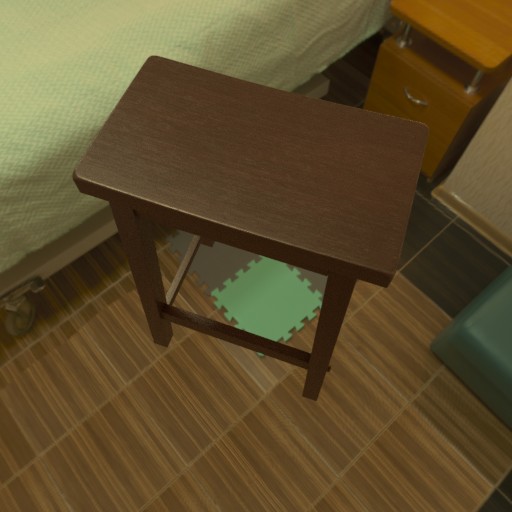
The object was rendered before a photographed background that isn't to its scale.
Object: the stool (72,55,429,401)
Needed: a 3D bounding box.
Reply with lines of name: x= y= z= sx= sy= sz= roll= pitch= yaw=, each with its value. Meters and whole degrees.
stool: x=0.000 y=0.000 z=0.834 sx=0.406 sy=0.610 sz=0.322 roll=18 pitch=65 yaw=8
